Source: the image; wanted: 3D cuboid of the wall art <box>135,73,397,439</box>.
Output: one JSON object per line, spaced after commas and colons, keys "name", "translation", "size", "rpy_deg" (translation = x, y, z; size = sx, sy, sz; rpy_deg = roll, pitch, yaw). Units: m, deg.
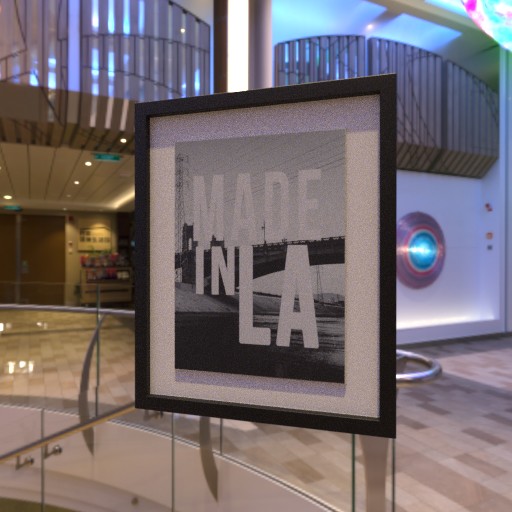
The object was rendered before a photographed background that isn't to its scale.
{"name": "wall art", "translation": [0.000, 0.000, 0.756], "size": [0.457, 0.559, 0.028], "rpy_deg": [0, 0, 17]}
